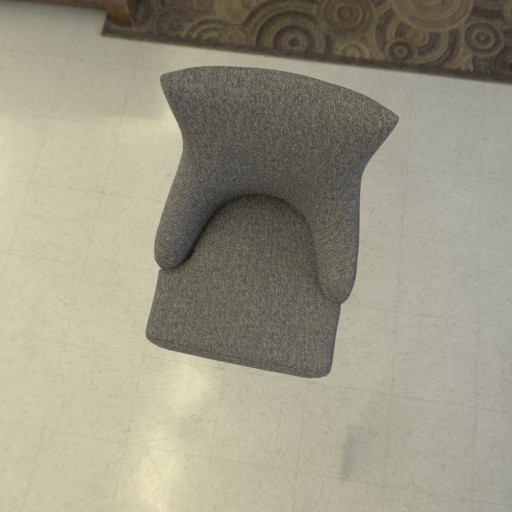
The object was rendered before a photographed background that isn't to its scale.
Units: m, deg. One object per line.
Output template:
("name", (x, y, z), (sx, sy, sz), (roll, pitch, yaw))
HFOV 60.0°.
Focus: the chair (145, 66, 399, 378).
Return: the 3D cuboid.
("chair", (0.000, 0.000, 1.302), (0.566, 0.909, 0.629), (11, 76, 3))
